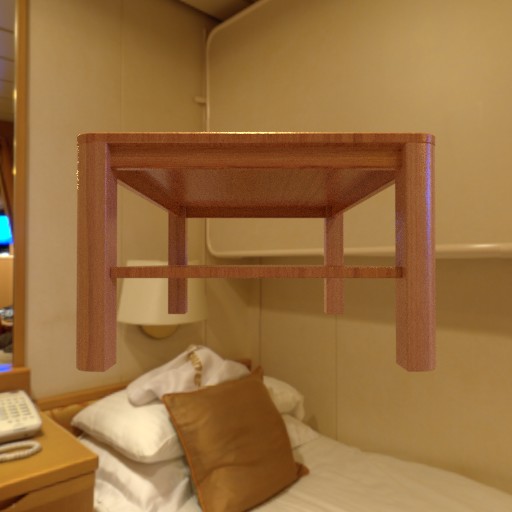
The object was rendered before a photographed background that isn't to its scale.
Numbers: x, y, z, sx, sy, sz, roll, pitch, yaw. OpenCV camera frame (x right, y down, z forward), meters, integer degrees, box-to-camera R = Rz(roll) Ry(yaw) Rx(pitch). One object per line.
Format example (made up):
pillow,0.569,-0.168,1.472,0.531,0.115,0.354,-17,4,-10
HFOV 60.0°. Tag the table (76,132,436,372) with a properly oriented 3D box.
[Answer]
table,0.000,0.000,1.320,0.696,0.445,0.997,0,-1,0
